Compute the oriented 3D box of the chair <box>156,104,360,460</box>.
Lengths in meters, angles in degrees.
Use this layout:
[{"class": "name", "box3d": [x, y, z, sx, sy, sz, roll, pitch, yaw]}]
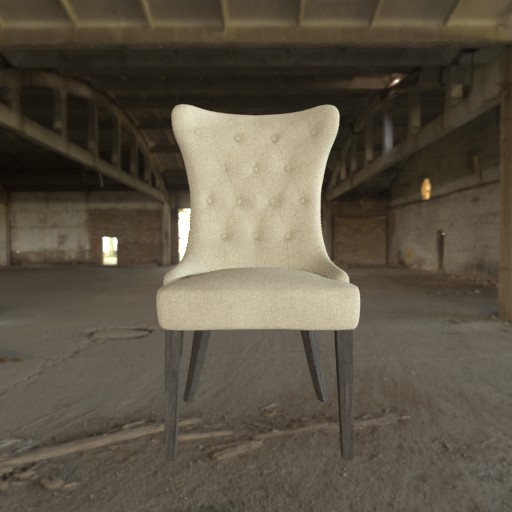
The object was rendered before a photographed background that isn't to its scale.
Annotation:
[{"class": "chair", "box3d": [0.000, 0.000, 1.407, 0.584, 1.065, 0.590, 0, 2, -1]}]
